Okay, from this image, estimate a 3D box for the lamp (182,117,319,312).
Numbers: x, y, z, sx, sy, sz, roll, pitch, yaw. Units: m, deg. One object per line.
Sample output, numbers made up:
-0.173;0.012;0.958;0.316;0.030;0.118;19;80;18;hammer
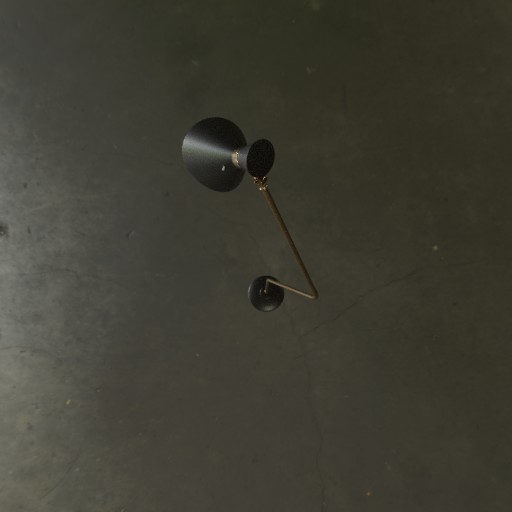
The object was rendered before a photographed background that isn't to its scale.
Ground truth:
0.000;0.000;1.601;0.277;1.438;0.467;-18;76;-5;lamp
